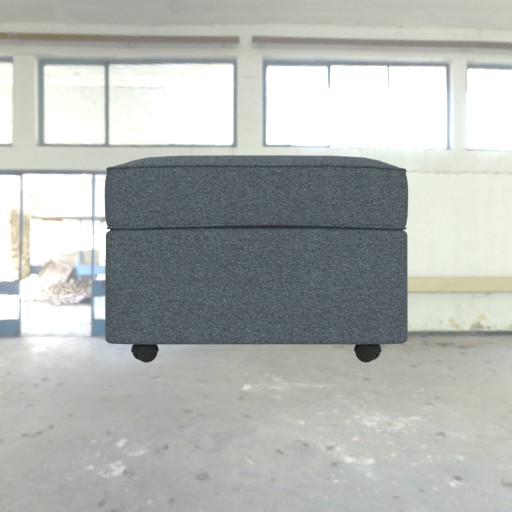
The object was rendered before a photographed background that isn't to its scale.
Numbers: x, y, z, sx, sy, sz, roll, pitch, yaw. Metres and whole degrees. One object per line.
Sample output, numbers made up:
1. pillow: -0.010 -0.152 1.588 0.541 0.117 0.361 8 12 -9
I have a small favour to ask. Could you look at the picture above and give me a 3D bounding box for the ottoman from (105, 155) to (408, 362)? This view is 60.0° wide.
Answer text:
1. ottoman: 0.000 0.000 1.539 0.681 0.494 1.173 0 0 0
